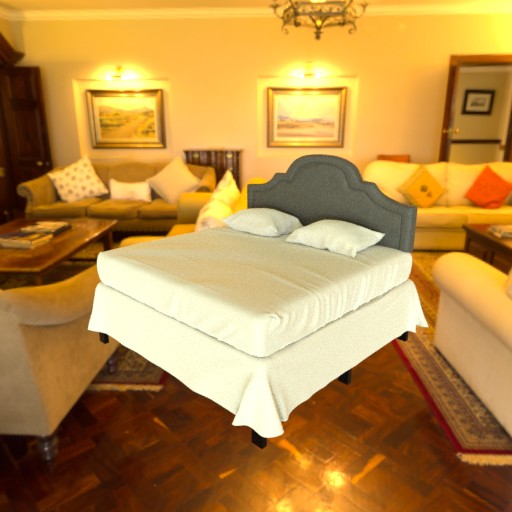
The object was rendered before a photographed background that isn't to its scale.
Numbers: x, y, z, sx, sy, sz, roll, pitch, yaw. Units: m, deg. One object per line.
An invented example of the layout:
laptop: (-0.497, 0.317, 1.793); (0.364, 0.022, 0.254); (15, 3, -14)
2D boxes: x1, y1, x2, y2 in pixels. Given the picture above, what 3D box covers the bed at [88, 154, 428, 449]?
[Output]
bed: (0.000, 0.000, 3.840); (2.303, 1.631, 2.222); (16, 23, 41)
